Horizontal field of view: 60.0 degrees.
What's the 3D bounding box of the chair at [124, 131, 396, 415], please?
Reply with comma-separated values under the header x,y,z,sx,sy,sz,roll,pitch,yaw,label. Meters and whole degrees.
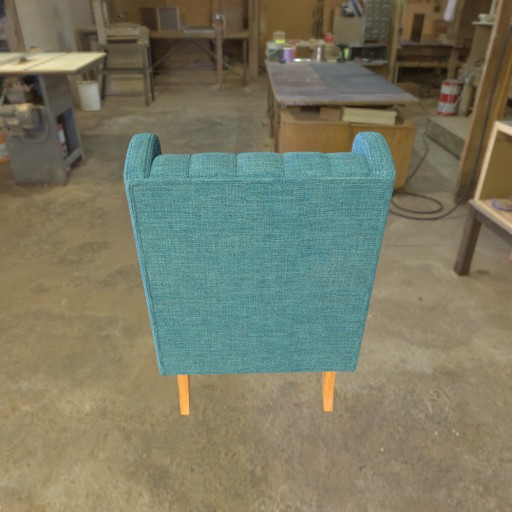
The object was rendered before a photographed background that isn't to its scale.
x,y,z,sx,sy,sz,roll,pitch,yaw,label
0.000,0.000,1.547,0.711,0.952,0.775,-1,30,-1,chair
